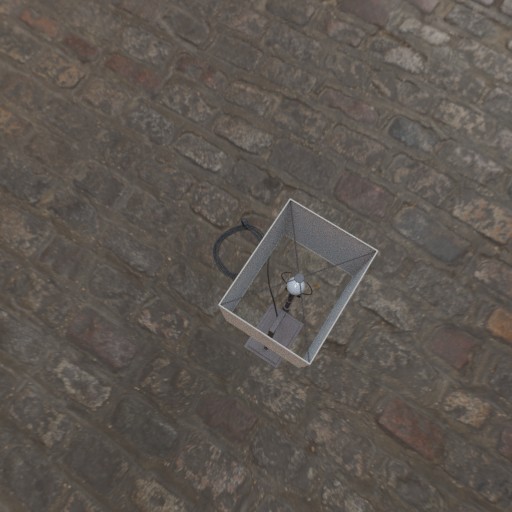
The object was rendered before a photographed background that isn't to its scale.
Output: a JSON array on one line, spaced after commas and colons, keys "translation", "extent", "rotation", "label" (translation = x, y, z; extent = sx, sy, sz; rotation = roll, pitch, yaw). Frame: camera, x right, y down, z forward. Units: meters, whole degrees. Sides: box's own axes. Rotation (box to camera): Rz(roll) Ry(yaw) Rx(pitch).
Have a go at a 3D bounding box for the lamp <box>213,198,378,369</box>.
[{"translation": [0.000, 0.000, 2.012], "extent": [0.774, 1.600, 0.698], "rotation": [32, 77, 8], "label": "lamp"}]
